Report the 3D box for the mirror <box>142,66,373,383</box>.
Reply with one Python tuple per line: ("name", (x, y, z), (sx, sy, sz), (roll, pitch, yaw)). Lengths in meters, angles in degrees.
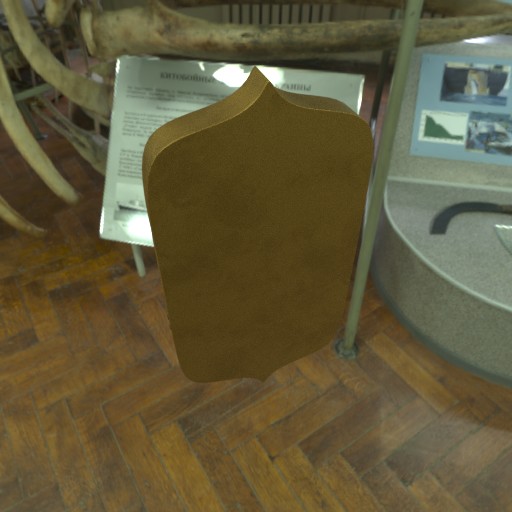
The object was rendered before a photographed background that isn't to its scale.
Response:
("mirror", (0.000, 0.000, 0.741), (0.323, 0.613, 0.096), (-13, 43, -14))
